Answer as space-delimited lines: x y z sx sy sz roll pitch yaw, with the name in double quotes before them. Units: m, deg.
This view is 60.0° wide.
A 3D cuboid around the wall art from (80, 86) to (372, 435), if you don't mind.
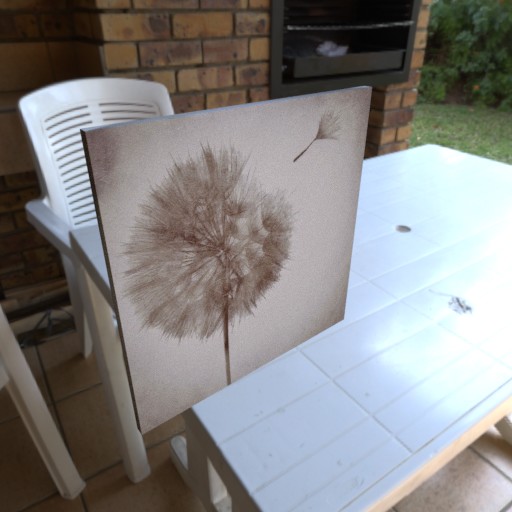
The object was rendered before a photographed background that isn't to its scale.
"wall art" 0.000 0.000 1.153 0.762 0.762 0.027 -21 36 -33
